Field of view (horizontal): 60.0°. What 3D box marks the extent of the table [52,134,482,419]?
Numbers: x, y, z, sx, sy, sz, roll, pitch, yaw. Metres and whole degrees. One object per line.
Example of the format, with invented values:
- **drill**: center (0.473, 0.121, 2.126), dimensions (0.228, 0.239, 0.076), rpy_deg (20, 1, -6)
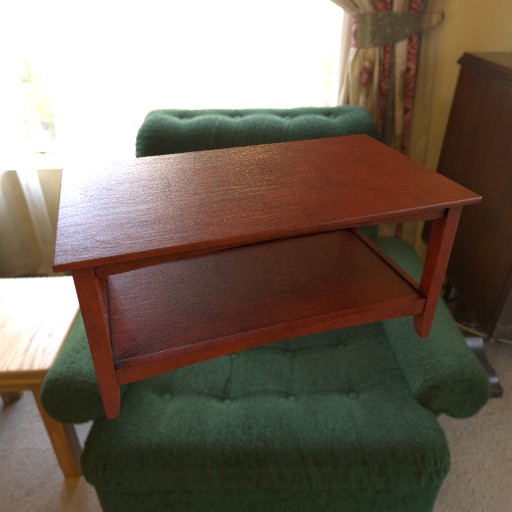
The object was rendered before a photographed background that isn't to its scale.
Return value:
- **table**: center (0.000, 0.000, 1.247), dimensions (0.943, 0.456, 0.533), rpy_deg (-10, 33, -16)
